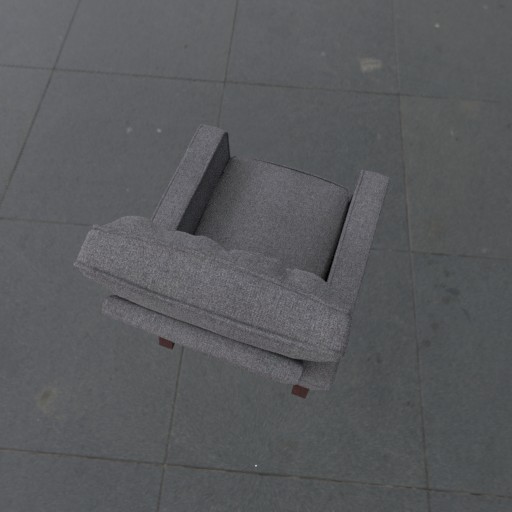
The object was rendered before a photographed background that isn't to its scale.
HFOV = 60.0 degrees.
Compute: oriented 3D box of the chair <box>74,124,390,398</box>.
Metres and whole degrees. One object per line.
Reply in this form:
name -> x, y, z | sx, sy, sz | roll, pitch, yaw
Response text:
chair -> 0.000, 0.000, 1.382 | 0.650, 0.889, 0.775 | 18, 66, 8
